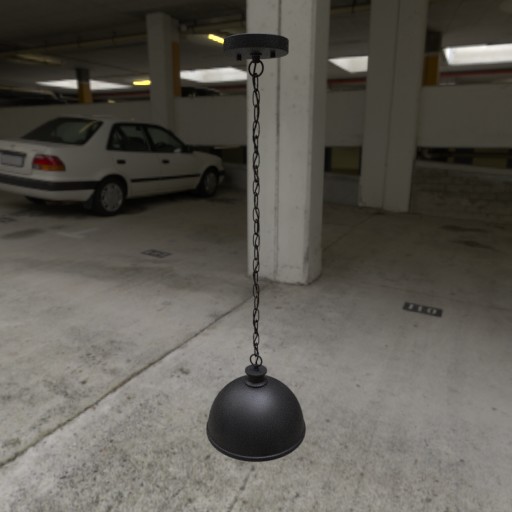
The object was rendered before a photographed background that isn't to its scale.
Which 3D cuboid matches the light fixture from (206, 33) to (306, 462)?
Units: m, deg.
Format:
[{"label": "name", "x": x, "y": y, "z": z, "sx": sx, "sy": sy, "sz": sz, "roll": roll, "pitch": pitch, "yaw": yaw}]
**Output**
[{"label": "light fixture", "x": 0.000, "y": 0.000, "z": 1.223, "sx": 0.304, "sy": 1.090, "sz": 0.304, "roll": 7, "pitch": 16, "yaw": 25}]
